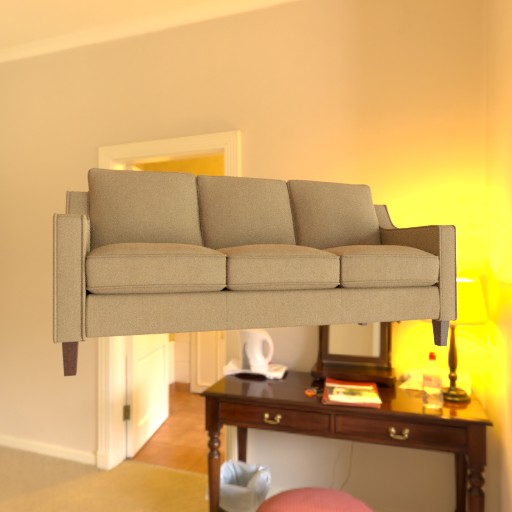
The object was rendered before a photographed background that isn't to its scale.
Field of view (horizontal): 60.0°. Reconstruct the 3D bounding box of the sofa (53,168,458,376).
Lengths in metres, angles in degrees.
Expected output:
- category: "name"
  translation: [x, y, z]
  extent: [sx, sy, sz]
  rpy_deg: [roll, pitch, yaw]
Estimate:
- category: "sofa"
  translation: [0.000, 0.000, 2.473]
  extent: [1.986, 0.974, 0.911]
  rpy_deg: [0, 0, -18]
